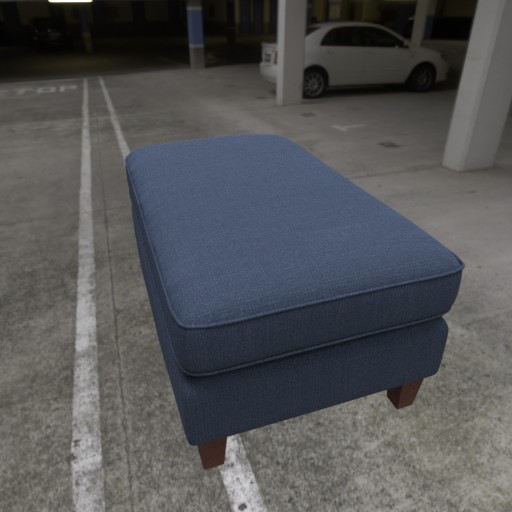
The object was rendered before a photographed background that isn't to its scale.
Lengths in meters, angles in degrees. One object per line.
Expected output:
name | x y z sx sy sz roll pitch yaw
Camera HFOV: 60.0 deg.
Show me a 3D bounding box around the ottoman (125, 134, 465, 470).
ottoman | 0.000 0.000 1.158 0.570 0.438 0.885 -10 32 -17
